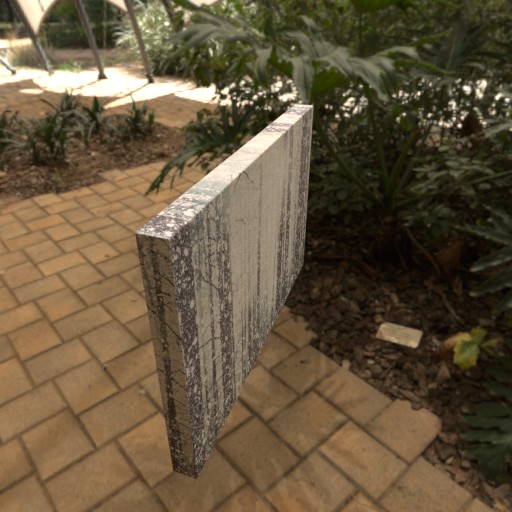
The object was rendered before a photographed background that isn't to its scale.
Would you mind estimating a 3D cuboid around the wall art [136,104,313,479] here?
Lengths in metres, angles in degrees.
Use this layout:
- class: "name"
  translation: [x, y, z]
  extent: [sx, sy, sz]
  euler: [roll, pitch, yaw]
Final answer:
- class: "wall art"
  translation: [0.000, 0.000, 0.793]
  extent: [0.042, 0.398, 0.618]
  euler: [11, 33, 17]
